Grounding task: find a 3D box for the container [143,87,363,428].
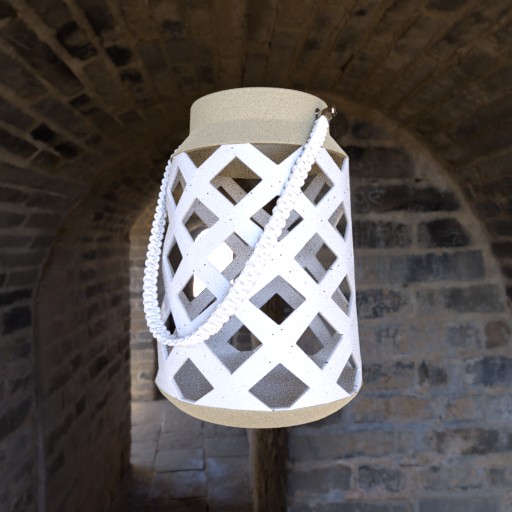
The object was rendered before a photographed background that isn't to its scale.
[{"bbox_3d":[0.000,0.000,0.404,0.188,0.264,0.198,0,1,36],"label":"container"}]
